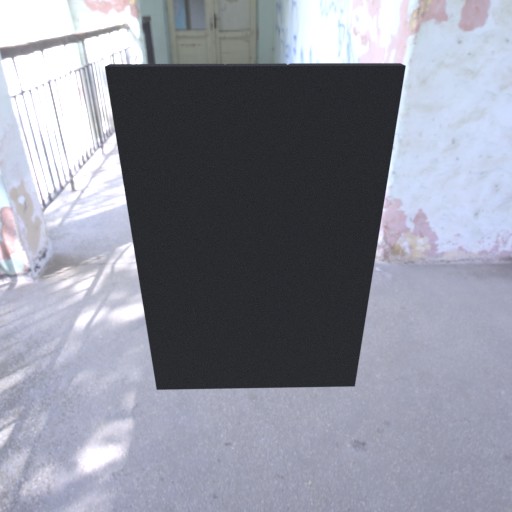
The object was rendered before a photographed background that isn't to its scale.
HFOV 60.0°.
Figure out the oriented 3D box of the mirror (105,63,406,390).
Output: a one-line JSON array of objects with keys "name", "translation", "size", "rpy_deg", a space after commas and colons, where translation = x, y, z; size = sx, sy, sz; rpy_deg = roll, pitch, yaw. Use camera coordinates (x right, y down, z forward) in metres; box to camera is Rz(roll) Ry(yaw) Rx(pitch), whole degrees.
[{"name": "mirror", "translation": [0.000, 0.000, 1.142], "size": [0.606, 0.912, 0.044], "rpy_deg": [-1, 31, -1]}]
